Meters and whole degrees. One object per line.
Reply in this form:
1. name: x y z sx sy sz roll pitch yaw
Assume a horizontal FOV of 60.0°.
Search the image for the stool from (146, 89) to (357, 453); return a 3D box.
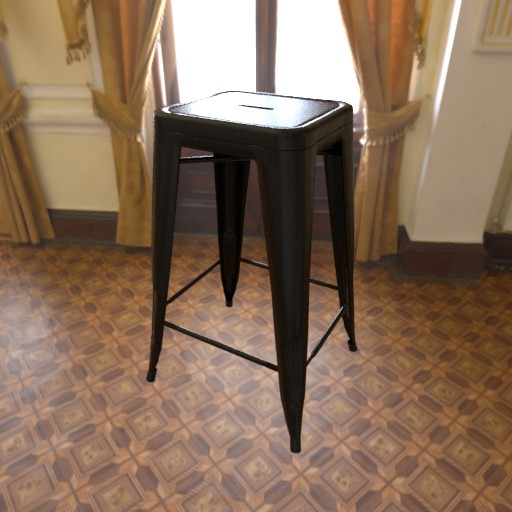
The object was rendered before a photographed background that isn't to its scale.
1. stool: 0.000 0.000 0.930 0.455 0.609 0.423 10 31 16
